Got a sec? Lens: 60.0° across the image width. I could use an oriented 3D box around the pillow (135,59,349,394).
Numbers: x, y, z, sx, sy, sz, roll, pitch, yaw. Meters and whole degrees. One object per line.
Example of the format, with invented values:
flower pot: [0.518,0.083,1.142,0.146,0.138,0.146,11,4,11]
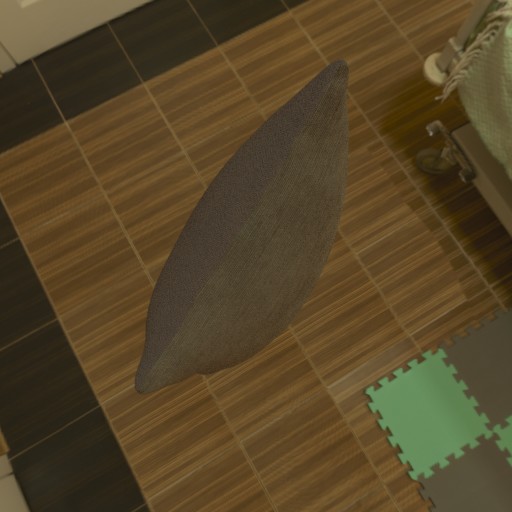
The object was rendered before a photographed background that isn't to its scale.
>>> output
pillow: [0.000,0.000,0.697,0.204,0.439,0.452,30,78,7]
